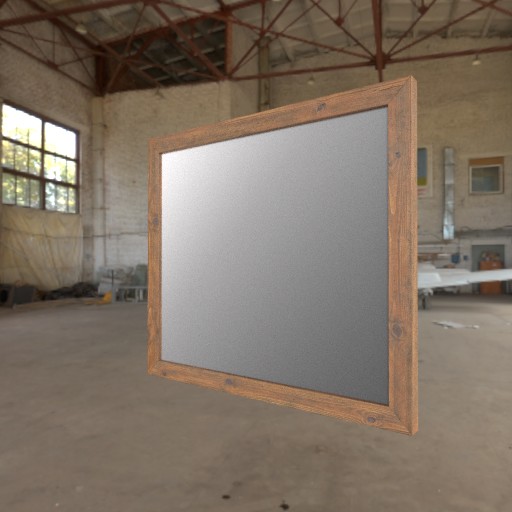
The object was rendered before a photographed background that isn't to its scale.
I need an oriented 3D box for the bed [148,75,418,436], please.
[{"bbox_3d":[0.000,0.000,1.484,1.046,0.942,0.046,0,-1,36],"label":"bed"}]
